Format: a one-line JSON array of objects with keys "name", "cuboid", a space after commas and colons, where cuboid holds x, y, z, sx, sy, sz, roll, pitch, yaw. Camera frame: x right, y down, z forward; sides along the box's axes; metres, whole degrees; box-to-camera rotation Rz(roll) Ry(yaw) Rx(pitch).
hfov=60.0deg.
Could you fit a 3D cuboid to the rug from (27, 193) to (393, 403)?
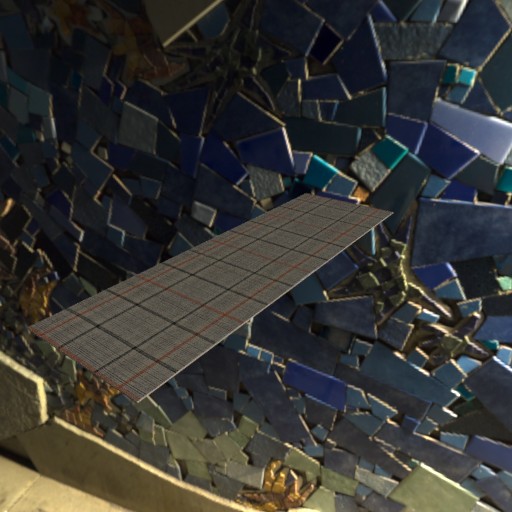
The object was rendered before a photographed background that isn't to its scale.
[{"name": "rug", "cuboid": [0.000, 0.000, 2.677, 0.762, 0.008, 2.439, 18, 31, 33]}]
